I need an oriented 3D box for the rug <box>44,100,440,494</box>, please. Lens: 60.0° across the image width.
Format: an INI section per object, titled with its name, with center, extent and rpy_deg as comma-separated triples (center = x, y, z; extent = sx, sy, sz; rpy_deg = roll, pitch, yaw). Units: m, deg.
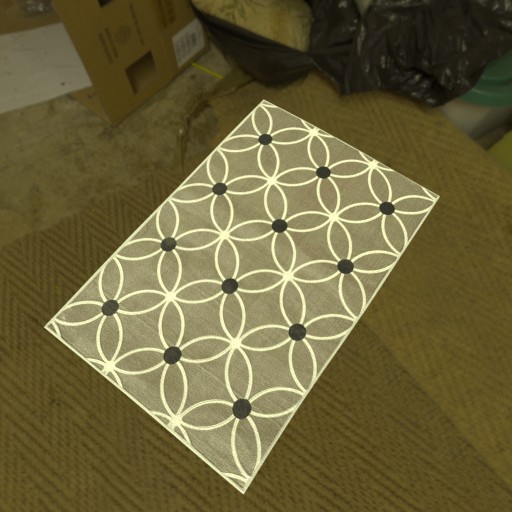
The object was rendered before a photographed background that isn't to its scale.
[rug]
center = 0.000, 0.000, 2.886
extent = 1.522, 0.008, 2.284
rpy_deg = 33, 69, 15
